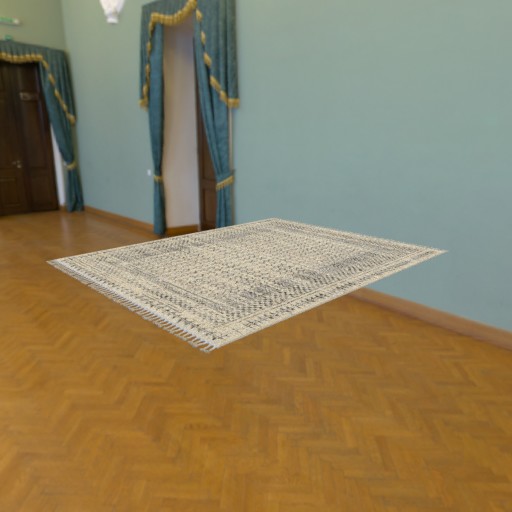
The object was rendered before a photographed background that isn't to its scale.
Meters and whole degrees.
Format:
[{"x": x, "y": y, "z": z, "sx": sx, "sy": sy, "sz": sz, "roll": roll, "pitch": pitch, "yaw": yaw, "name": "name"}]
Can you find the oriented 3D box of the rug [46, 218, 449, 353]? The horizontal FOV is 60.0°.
[{"x": 0.000, "y": 0.000, "z": 4.062, "sx": 2.940, "sy": 0.013, "sz": 2.312, "roll": -15, "pitch": 21, "yaw": -42, "name": "rug"}]
